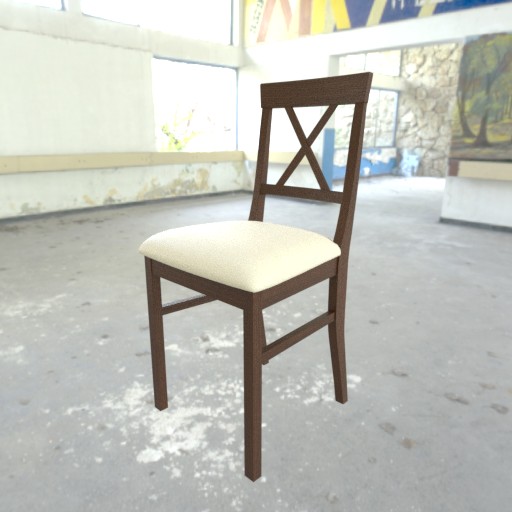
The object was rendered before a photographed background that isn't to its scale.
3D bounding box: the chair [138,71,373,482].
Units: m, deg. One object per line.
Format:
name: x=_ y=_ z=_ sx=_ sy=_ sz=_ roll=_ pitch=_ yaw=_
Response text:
chair: x=0.000 y=0.000 z=1.172 sx=0.480 sy=0.913 sz=0.440 roll=-15 pitch=21 yaw=-43
